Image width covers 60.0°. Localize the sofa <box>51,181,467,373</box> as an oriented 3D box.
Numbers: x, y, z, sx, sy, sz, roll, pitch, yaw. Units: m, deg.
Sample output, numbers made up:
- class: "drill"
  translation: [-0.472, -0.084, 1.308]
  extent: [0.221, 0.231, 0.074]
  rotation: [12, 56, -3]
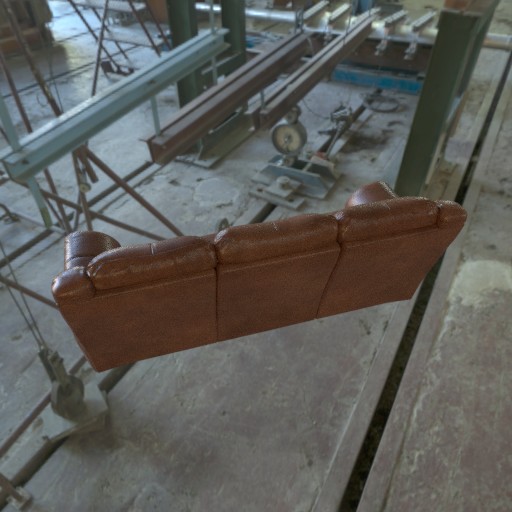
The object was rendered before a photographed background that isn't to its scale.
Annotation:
- class: "sofa"
  translation: [0.000, 0.000, 2.863]
  extent: [2.337, 1.043, 0.991]
  rotation: [-11, 42, -13]
